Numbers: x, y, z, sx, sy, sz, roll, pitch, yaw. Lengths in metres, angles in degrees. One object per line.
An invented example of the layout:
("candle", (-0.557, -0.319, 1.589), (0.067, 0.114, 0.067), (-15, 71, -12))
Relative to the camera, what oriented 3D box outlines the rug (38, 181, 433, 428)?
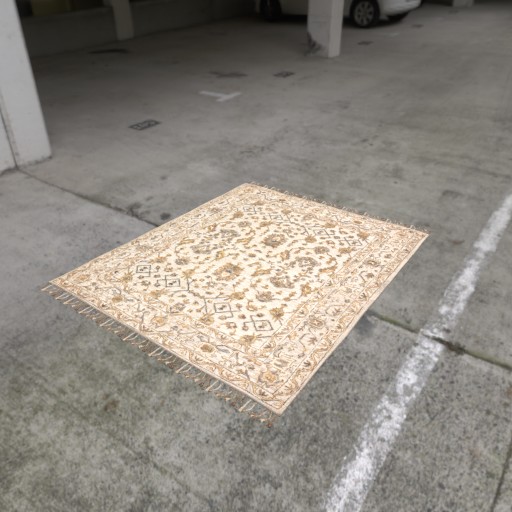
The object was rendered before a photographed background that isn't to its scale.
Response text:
("rug", (0.000, 0.000, 4.247), (2.426, 0.034, 3.061), (21, 37, 30))
